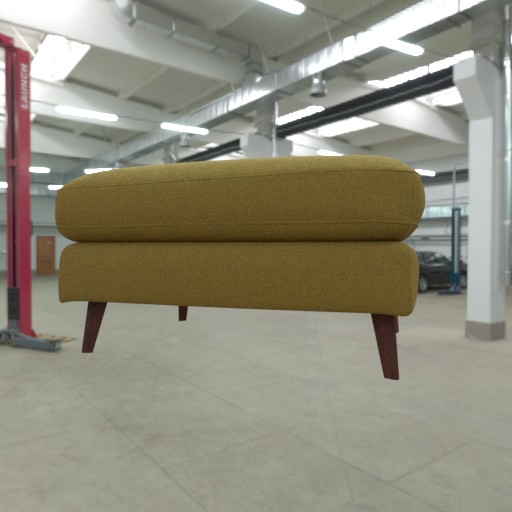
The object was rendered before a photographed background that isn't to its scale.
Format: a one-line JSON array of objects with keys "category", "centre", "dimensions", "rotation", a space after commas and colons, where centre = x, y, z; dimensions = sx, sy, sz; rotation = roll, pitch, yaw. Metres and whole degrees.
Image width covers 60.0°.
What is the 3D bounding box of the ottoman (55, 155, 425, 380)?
[{"category": "ottoman", "centre": [0.000, 0.000, 1.165], "dimensions": [0.811, 0.449, 0.608], "rotation": [0, 1, 18]}]
